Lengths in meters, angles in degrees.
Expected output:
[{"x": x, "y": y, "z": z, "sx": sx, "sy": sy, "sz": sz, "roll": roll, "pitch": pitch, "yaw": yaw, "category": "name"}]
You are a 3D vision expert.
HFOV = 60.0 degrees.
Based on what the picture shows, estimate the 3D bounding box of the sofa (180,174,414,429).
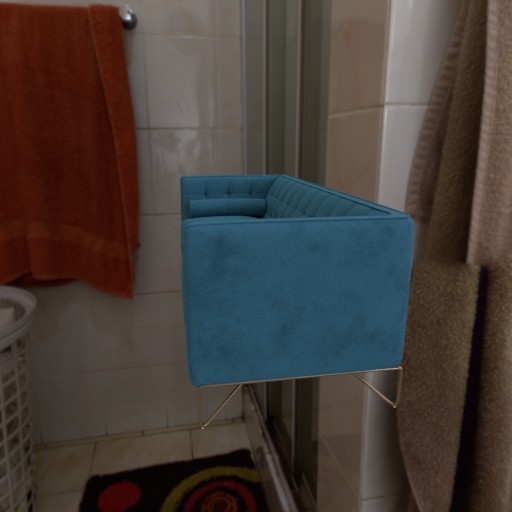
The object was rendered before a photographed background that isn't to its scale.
[{"x": 0.000, "y": 0.000, "z": 2.598, "sx": 0.867, "sy": 0.789, "sz": 2.087, "roll": -2, "pitch": 15, "yaw": -9, "category": "sofa"}]
